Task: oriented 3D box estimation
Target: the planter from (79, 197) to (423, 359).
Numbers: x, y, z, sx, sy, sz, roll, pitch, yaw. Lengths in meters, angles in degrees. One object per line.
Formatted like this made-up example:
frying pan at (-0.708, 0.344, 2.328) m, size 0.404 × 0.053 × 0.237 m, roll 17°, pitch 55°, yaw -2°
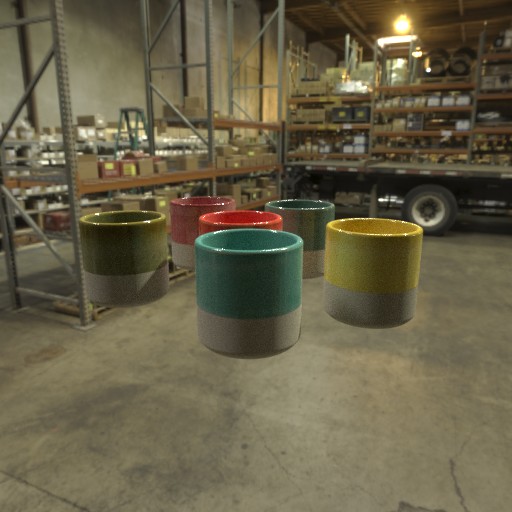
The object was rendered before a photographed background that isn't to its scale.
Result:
planter at (0.000, 0.000, 0.411) m, size 0.286 × 0.075 × 0.257 m, roll 7°, pitch 16°, yaw 24°
